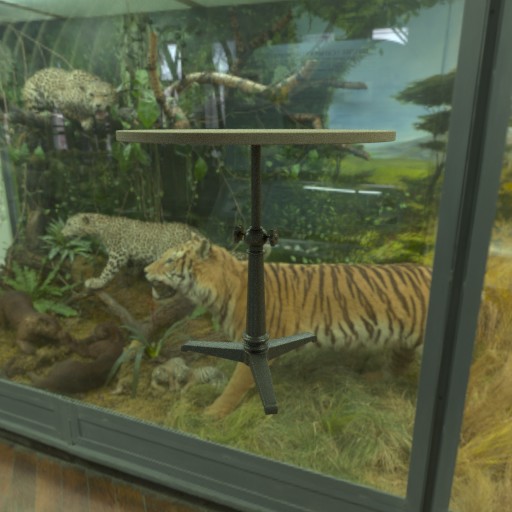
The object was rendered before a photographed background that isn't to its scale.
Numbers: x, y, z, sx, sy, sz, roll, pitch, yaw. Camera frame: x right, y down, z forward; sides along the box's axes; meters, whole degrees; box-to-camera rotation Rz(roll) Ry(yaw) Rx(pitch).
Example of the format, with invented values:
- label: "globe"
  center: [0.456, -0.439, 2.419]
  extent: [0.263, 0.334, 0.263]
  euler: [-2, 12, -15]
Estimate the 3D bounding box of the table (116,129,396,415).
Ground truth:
- label: "table"
  center: [0.000, 0.000, 1.431]
  extent: [0.800, 0.780, 0.800]
  euler: [0, 16, 0]
